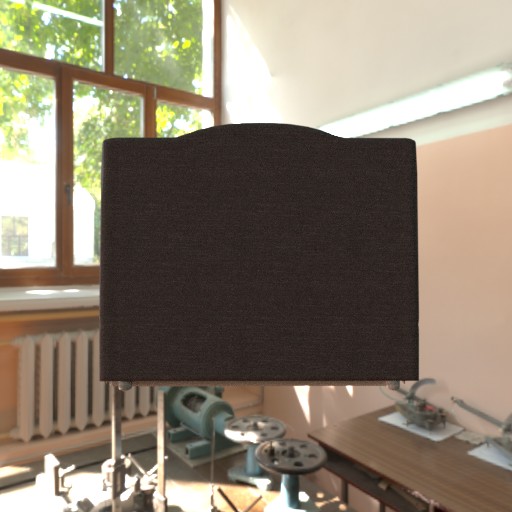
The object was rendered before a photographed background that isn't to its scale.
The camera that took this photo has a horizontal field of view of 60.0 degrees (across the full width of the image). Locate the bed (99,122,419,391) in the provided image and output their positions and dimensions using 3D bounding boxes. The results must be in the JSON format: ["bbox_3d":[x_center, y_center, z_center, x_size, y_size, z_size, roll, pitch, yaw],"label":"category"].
[{"bbox_3d":[0.000,0.000,3.599,1.741,1.441,2.507,0,0,0],"label":"bed"}]
